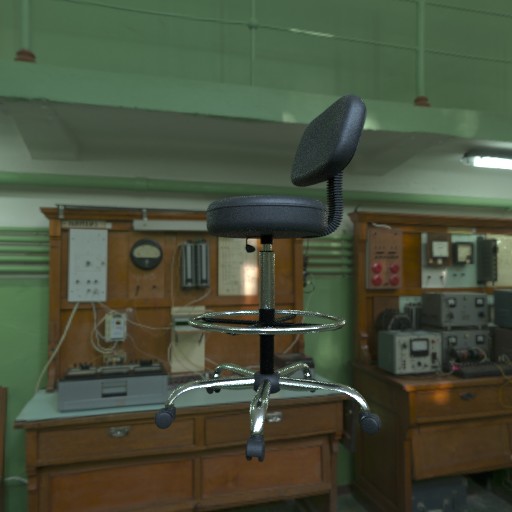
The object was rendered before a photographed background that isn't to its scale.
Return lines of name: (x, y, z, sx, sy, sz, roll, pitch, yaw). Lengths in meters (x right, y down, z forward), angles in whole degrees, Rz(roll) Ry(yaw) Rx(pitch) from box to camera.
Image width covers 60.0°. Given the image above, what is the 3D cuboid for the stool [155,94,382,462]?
stool: (0.000, 0.000, 1.483, 0.658, 1.069, 0.694, 0, -2, -17)
